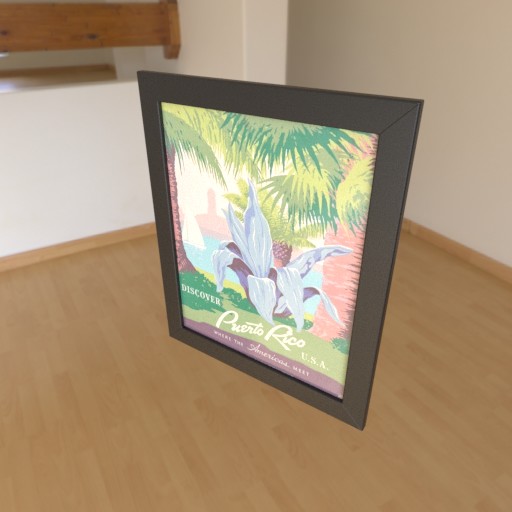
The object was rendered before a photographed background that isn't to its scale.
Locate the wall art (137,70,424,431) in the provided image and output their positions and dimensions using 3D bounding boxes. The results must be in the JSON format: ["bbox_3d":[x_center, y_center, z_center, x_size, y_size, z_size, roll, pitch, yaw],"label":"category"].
[{"bbox_3d":[0.000,0.000,0.791,0.481,0.582,0.018,18,35,29],"label":"wall art"}]
